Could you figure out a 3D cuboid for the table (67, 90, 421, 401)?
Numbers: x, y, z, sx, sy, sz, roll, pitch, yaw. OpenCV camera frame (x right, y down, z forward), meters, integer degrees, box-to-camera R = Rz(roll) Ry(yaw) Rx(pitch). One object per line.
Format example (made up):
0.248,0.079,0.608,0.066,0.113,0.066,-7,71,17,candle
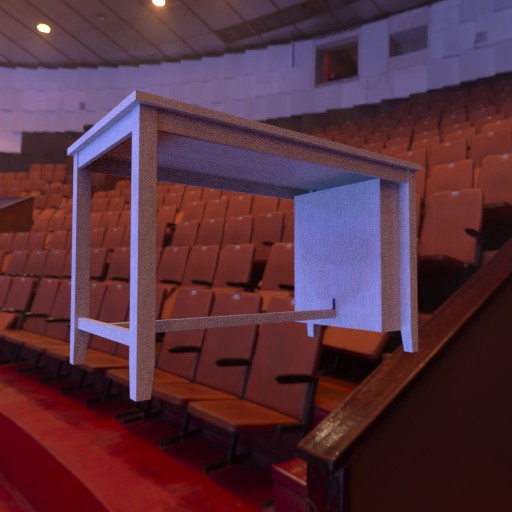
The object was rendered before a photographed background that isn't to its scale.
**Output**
0.000,0.000,1.938,1.397,0.874,0.729,2,-3,-37,table
